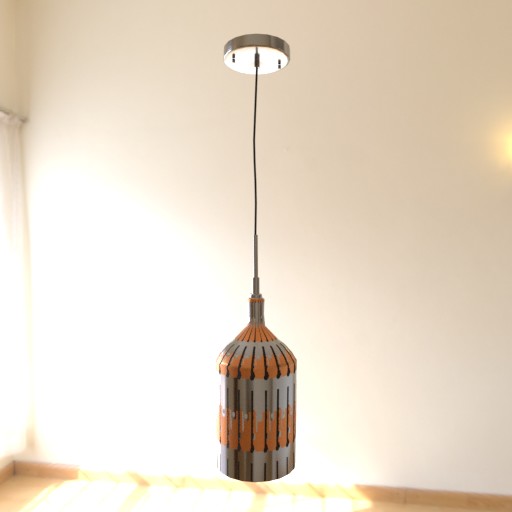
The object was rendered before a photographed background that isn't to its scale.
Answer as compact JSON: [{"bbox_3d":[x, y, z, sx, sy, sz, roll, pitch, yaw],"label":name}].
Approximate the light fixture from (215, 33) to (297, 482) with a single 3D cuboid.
[{"bbox_3d":[0.000,0.000,1.653,0.303,1.535,0.303,0,0,0],"label":"light fixture"}]
